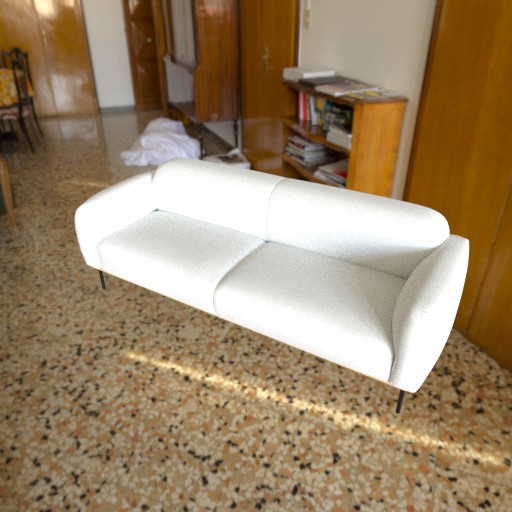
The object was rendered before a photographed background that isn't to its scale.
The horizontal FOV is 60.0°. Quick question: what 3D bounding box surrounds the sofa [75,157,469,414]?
[{"bbox_3d":[0.000,0.000,2.638,2.257,0.780,0.880,17,34,27],"label":"sofa"}]
